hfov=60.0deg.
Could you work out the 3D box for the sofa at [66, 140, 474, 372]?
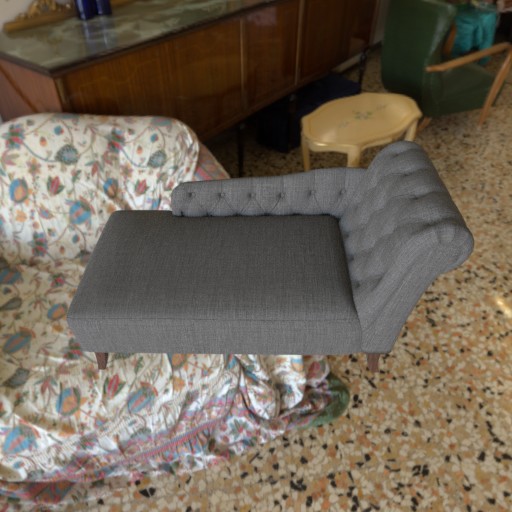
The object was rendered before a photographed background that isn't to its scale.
[{"bbox_3d":[0.000,0.000,1.823,1.379,0.787,0.675,1,42,1],"label":"sofa"}]
